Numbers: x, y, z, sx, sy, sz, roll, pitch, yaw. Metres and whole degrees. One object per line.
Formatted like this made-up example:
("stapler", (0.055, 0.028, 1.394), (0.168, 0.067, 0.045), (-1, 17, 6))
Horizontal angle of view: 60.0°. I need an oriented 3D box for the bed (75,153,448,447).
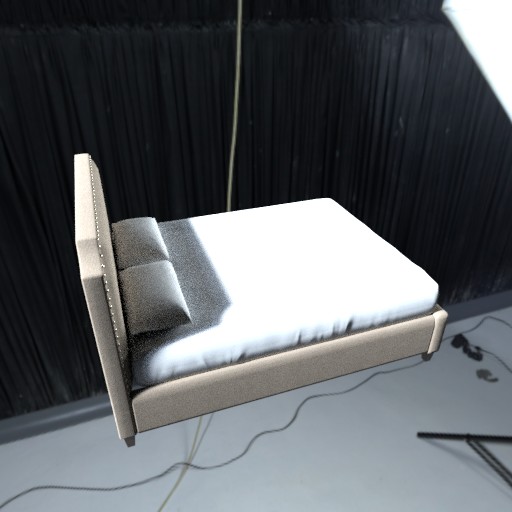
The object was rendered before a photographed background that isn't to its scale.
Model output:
("bed", (0.000, 0.000, 3.377), (2.329, 1.415, 1.703), (-10, 32, -17))
